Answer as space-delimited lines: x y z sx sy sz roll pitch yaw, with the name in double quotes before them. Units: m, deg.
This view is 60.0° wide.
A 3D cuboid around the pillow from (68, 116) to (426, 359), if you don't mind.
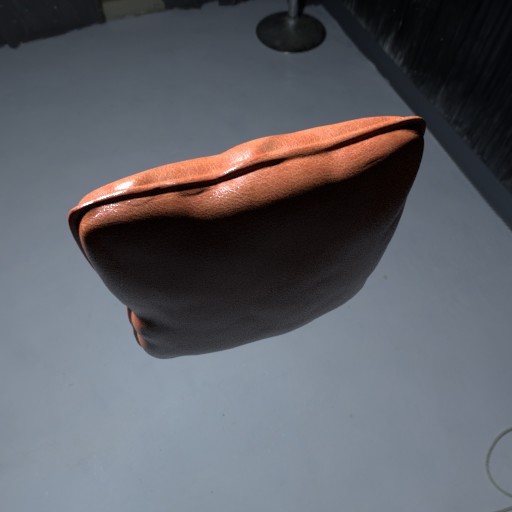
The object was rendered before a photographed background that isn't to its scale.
"pillow" 0.000 0.000 0.811 0.532 0.523 0.236 -17 60 -10
